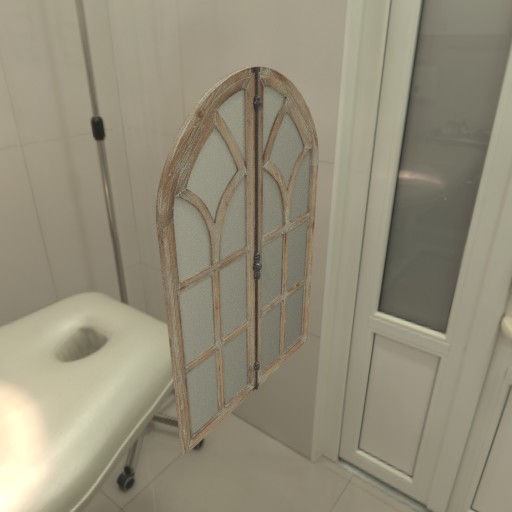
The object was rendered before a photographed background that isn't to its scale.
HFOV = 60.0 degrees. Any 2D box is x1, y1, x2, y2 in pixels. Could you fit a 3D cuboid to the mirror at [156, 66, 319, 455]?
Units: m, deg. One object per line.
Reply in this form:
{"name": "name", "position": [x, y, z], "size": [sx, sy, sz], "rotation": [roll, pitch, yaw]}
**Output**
{"name": "mirror", "position": [0.000, 0.000, 1.163], "size": [0.032, 0.915, 0.609], "rotation": [19, 32, 33]}
